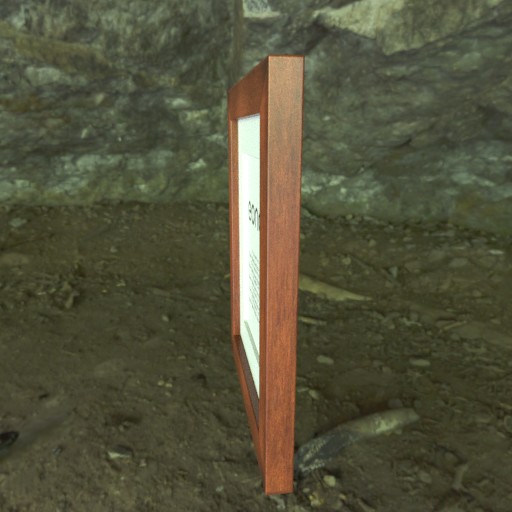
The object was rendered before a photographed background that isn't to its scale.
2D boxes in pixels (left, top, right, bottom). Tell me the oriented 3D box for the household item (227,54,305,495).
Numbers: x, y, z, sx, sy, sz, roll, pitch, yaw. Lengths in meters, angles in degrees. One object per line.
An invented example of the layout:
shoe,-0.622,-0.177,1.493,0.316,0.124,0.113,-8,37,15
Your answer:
household item,0.000,0.000,0.336,0.020,0.250,0.200,-2,16,-9
